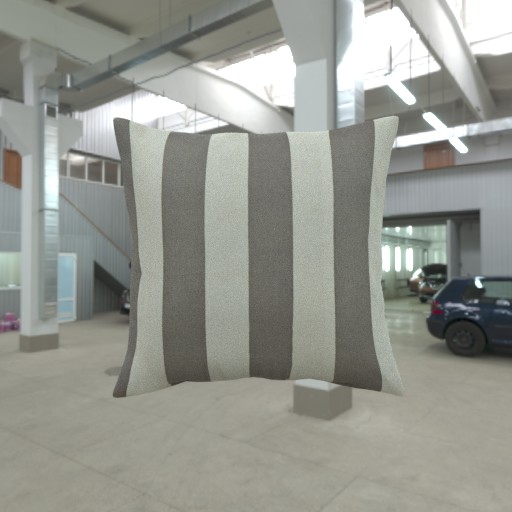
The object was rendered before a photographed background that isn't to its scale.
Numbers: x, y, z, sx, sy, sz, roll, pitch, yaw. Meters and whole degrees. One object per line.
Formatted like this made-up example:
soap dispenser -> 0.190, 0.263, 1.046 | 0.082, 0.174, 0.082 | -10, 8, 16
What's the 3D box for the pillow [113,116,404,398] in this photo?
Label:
pillow -> 0.000, 0.000, 0.796 | 0.522, 0.507, 0.192 | 0, -1, 1
